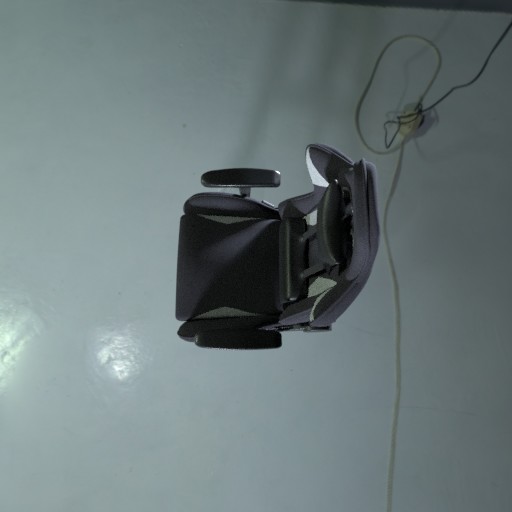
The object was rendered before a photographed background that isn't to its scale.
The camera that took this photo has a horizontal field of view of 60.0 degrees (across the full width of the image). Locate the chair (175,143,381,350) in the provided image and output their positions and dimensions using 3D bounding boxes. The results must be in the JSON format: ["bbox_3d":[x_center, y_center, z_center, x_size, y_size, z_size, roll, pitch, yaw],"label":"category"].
[{"bbox_3d":[0.000,0.000,1.752,0.695,1.300,0.730,0,76,0],"label":"chair"}]
